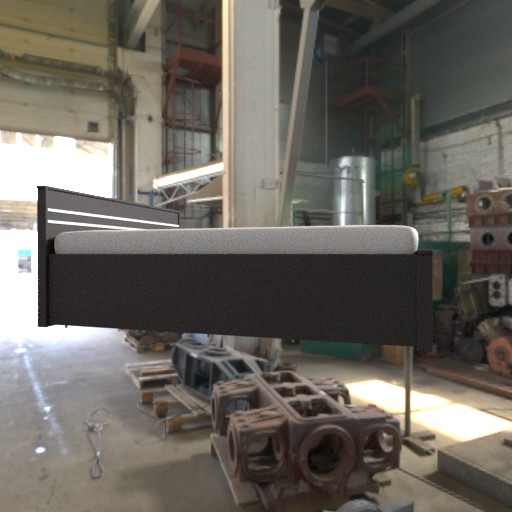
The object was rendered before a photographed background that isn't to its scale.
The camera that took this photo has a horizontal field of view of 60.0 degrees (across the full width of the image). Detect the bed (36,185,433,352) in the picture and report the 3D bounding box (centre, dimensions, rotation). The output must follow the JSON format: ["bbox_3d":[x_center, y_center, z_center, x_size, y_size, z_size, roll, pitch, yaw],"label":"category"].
[{"bbox_3d":[0.000,0.000,2.980,2.103,0.808,1.634,0,0,18],"label":"bed"}]
